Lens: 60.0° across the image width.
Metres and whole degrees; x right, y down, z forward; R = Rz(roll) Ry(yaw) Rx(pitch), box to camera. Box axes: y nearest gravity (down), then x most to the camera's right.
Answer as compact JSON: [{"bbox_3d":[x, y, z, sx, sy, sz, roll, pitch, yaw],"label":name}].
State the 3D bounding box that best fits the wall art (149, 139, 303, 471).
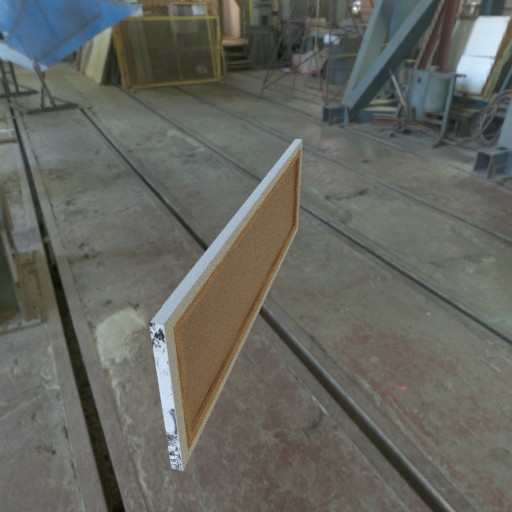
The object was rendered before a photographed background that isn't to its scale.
[{"bbox_3d":[0.000,0.000,1.717,0.039,0.507,1.520,8,31,14],"label":"wall art"}]
